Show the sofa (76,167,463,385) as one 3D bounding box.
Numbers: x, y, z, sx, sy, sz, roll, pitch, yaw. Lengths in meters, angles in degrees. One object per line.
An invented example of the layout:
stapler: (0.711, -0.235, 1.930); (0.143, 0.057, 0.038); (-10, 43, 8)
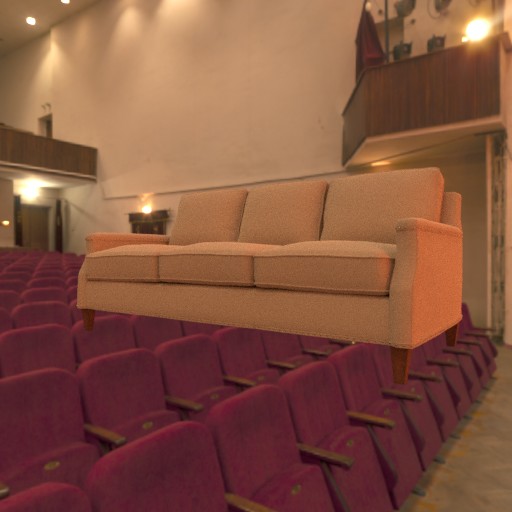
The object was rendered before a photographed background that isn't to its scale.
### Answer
sofa: (0.000, 0.000, 2.761); (2.246, 1.003, 1.084); (0, 0, 36)
